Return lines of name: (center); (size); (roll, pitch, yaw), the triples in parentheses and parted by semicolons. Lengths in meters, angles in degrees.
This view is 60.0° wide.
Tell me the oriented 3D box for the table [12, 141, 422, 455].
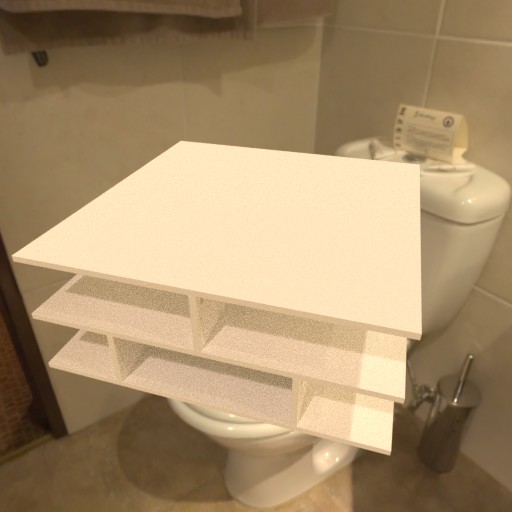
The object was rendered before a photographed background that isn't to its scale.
table: (0.000, 0.000, 1.066); (0.700, 0.289, 0.700); (9, 33, 15)
